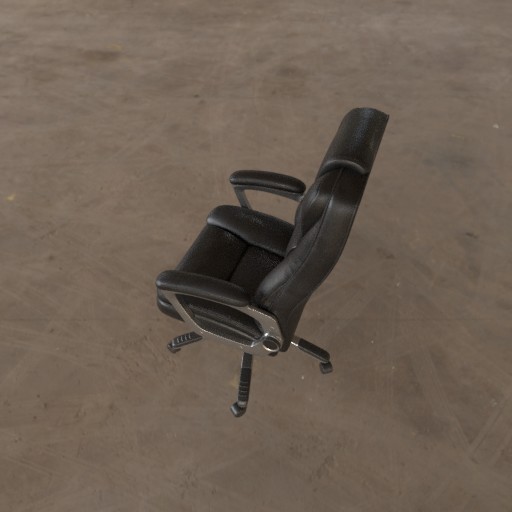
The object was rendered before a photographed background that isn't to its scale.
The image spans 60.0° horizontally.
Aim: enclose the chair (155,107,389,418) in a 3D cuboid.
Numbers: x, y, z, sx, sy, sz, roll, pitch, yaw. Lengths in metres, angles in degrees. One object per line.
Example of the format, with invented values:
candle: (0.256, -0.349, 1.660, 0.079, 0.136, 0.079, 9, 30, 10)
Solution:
chair: (0.000, 0.000, 1.545, 0.689, 1.075, 0.697, 15, 47, 14)
